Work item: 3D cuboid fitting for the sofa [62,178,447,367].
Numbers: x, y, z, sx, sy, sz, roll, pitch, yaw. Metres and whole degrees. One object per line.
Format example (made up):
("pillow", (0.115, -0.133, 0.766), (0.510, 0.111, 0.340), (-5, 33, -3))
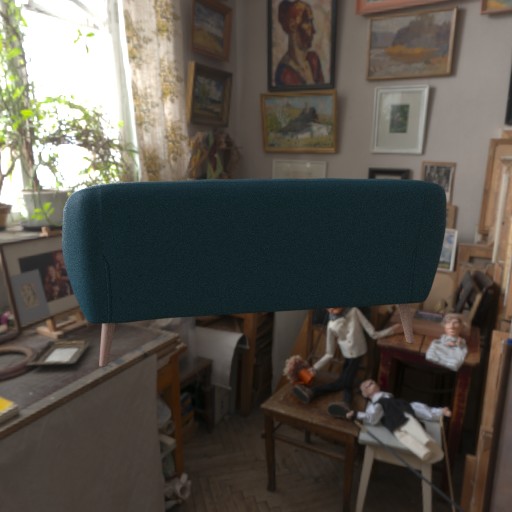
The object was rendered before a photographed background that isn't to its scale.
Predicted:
("sofa", (0.000, 0.000, 2.295), (1.840, 0.836, 0.820), (-2, 14, -9))
